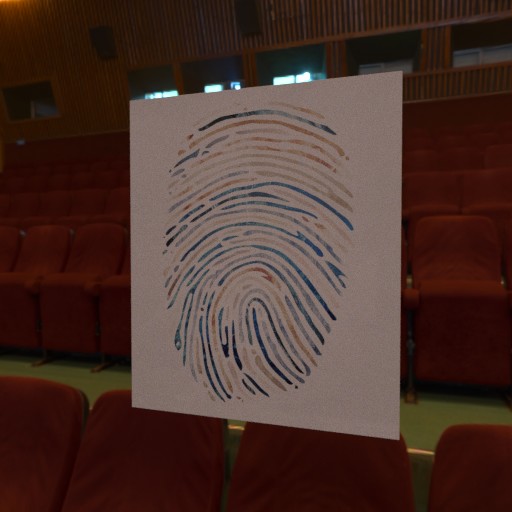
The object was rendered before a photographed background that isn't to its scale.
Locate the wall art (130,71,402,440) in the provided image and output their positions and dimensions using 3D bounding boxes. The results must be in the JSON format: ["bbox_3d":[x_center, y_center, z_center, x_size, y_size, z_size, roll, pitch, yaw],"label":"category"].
[{"bbox_3d":[0.000,0.000,0.818,0.508,0.606,0.037,0,2,17],"label":"wall art"}]
